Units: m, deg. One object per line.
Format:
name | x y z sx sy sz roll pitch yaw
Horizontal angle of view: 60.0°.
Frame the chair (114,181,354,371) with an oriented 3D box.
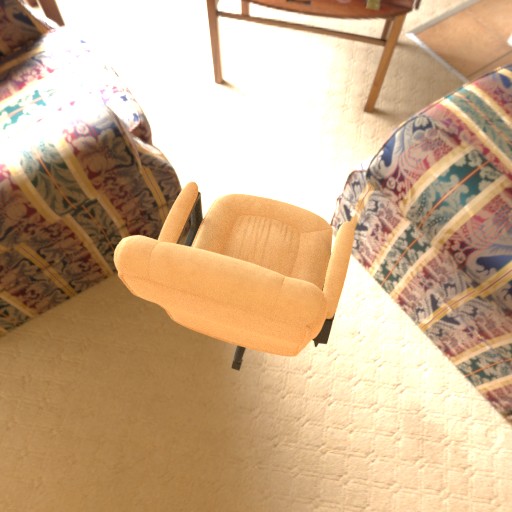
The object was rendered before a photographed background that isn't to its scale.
chair | 0.000 0.000 1.591 0.667 1.105 0.724 15 66 7
